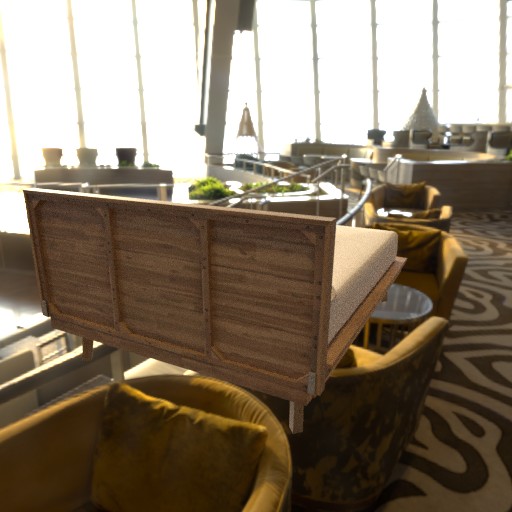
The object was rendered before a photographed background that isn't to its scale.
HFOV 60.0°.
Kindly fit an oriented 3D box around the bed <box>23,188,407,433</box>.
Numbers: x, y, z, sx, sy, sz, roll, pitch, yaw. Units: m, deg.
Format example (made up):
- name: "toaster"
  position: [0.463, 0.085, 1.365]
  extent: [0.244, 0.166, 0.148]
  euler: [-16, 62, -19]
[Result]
- name: "bed"
  position: [0.000, 0.000, 3.078]
  extent: [1.759, 1.071, 2.145]
  euler: [9, 19, 27]
